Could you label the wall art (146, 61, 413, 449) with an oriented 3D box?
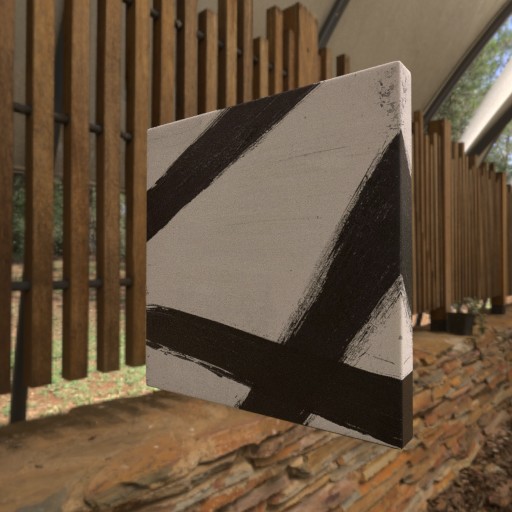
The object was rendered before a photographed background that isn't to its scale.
[{"bbox_3d":[0.000,0.000,0.746,0.507,0.508,0.050,-1,-1,37],"label":"wall art"}]
